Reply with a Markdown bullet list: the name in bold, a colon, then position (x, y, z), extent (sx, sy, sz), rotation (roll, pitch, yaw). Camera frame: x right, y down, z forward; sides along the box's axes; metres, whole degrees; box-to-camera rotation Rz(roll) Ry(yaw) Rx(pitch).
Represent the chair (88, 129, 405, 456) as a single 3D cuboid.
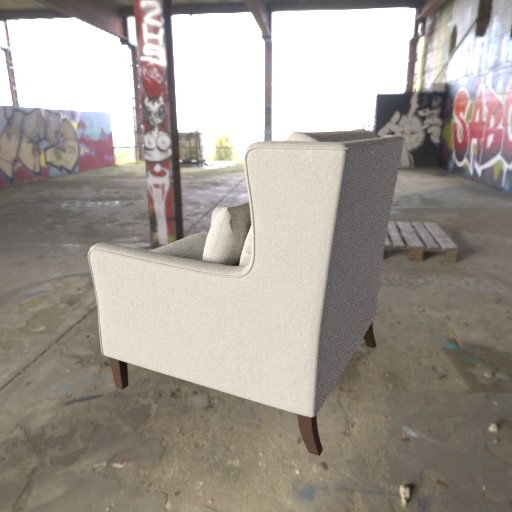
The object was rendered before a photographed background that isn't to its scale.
- **chair**: position (0.000, 0.000, 1.921), extent (1.040, 1.056, 0.982), rotation (8, 18, 26)
